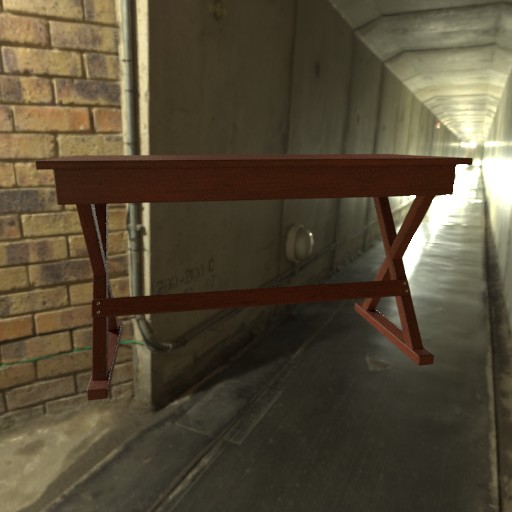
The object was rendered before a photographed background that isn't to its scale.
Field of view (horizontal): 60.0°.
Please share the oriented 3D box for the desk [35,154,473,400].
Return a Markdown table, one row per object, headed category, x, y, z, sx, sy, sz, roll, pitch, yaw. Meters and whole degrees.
| category | x | y | z | sx | sy | sz | roll | pitch | yaw |
| --- | --- | --- | --- | --- | --- | --- | --- | --- | --- |
| desk | 0.000 | 0.000 | 1.739 | 1.372 | 0.761 | 0.600 | -3 | 14 | -11 |
